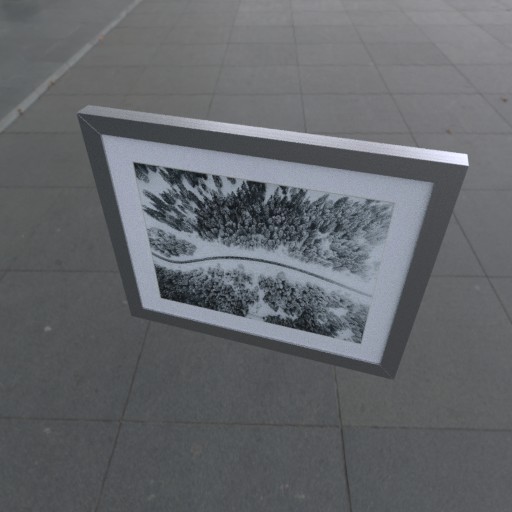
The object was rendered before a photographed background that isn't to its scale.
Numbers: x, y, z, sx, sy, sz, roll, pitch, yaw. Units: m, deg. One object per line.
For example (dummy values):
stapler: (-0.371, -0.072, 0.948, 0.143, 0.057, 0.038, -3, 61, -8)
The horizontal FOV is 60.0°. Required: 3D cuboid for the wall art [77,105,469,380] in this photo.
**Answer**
wall art: (0.000, 0.000, 0.767, 0.557, 0.456, 0.032, 11, 42, 13)
